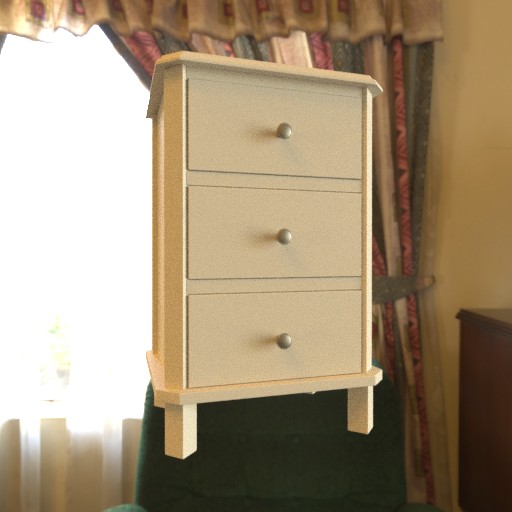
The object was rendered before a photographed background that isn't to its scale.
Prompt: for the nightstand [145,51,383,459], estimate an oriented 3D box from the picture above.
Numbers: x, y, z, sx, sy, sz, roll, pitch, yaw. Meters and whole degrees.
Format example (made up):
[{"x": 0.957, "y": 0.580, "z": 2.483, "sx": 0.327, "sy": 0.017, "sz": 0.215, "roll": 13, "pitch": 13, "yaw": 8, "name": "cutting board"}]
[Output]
[{"x": 0.000, "y": 0.000, "z": 0.937, "sx": 0.435, "sy": 0.681, "sz": 0.351, "roll": 0, "pitch": 0, "yaw": -17, "name": "nightstand"}]
